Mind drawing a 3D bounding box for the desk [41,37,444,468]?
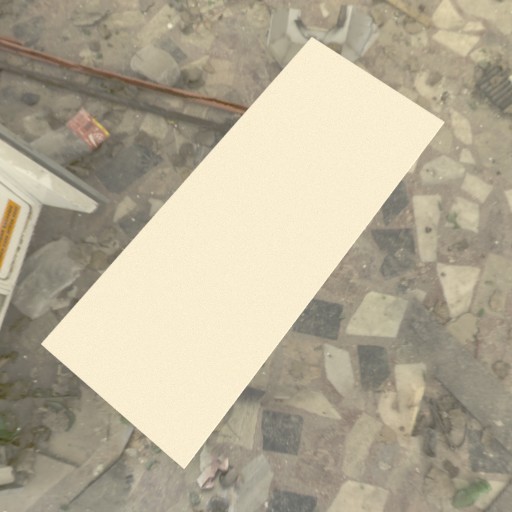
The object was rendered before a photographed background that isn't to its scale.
[{"bbox_3d":[0.000,0.000,1.788,0.559,0.774,1.372,37,78,9],"label":"desk"}]
